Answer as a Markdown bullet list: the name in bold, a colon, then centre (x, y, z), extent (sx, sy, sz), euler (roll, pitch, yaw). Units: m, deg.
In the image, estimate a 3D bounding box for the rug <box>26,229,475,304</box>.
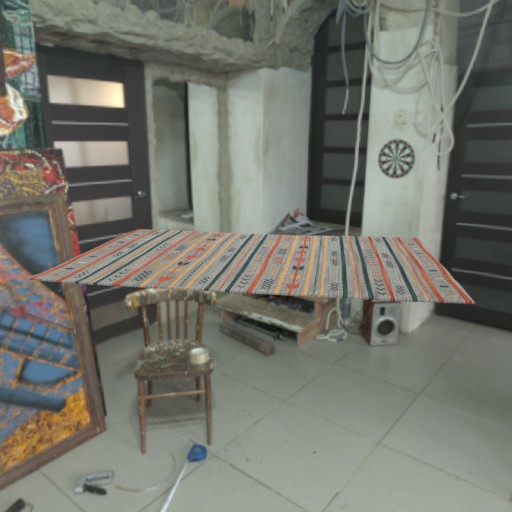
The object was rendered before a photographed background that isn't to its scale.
- **rug**: centre (0.000, 0.000, 3.088), extent (2.439, 0.029, 1.537), euler (2, 15, 9)
